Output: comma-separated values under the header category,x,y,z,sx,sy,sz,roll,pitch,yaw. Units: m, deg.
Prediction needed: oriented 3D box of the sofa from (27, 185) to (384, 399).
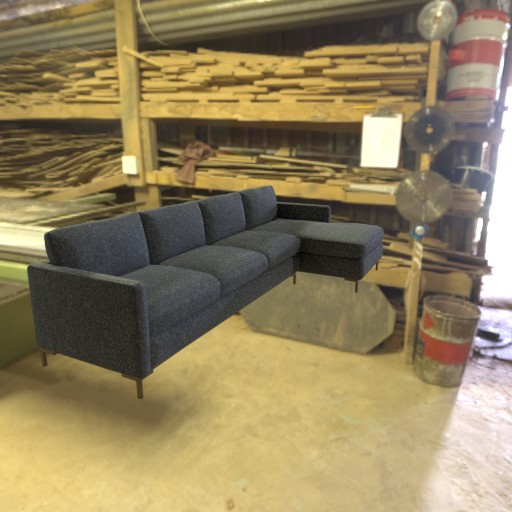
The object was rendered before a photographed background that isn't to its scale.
category,x,y,z,sx,sy,sz,roll,pitch,yaw
sofa,0.000,0.000,3.399,1.350,0.810,2.932,8,17,27
